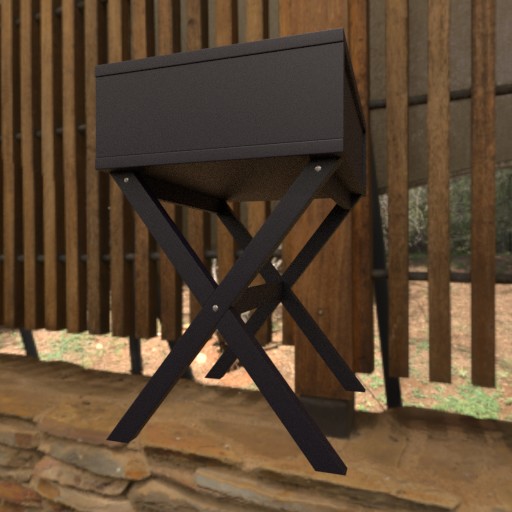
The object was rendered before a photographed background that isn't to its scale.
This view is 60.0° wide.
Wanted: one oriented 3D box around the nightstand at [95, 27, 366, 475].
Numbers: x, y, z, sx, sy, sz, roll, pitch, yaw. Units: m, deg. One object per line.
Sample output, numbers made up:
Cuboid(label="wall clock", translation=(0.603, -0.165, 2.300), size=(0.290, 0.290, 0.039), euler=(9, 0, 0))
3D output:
Cuboid(label="nightstand", translation=(0.000, 0.000, 0.892), size=(0.402, 0.623, 0.479), euler=(0, 0, 18))
